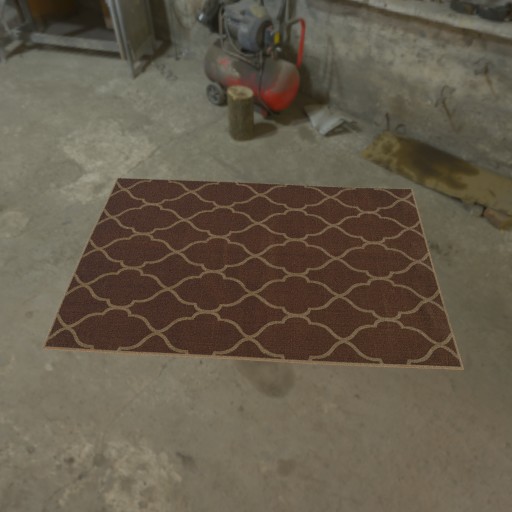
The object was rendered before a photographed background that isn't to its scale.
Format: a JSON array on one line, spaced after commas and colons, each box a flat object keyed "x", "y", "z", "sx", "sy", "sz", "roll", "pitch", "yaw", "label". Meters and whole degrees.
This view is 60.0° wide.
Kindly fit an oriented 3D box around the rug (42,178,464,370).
[{"x": 0.000, "y": 0.000, "z": 2.903, "sx": 2.294, "sy": 0.014, "sz": 1.528, "roll": 2, "pitch": 48, "yaw": 2, "label": "rug"}]
